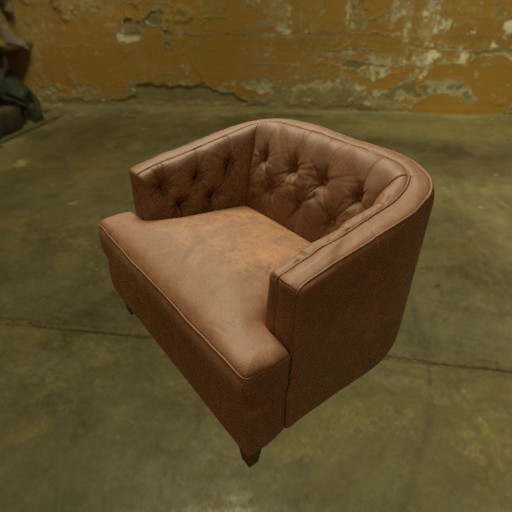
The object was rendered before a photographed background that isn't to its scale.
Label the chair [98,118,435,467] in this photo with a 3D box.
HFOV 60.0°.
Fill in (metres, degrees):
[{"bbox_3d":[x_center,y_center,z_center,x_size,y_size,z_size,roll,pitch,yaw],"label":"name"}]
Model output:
[{"bbox_3d":[0.000,0.000,1.763,0.911,0.836,1.119,-21,37,-30],"label":"chair"}]
